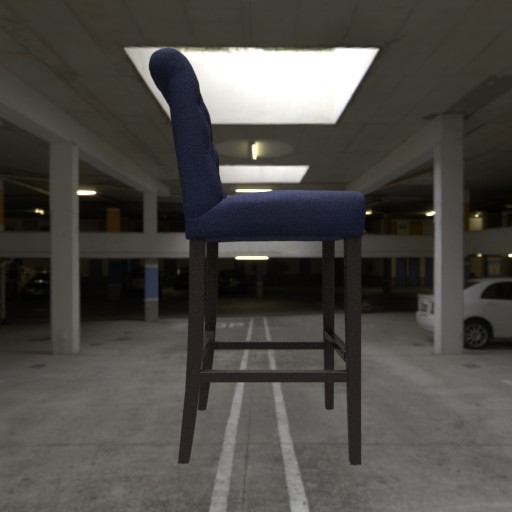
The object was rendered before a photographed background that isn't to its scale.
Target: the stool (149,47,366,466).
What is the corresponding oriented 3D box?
[{"bbox_3d":[0.000,0.000,1.426,0.601,1.140,0.493,0,0,0],"label":"stool"}]
